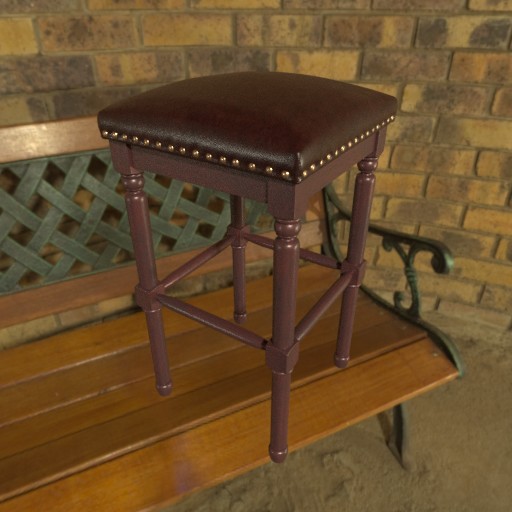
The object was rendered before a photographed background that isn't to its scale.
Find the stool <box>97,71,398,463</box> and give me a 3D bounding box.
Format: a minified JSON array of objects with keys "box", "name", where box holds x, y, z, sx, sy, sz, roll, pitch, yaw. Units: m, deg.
[{"box":[0.000,0.000,0.920,0.383,0.702,0.382,19,36,28],"name":"stool"}]
